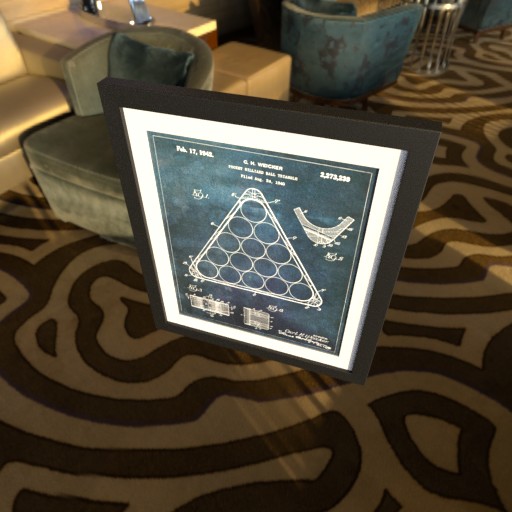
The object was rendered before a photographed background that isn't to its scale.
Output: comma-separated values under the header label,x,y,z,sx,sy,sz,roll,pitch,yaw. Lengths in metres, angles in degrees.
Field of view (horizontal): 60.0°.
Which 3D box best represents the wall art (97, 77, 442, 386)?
label,x,y,z,sx,sy,sz,roll,pitch,yaw
wall art,0.000,0.000,0.710,0.432,0.508,0.025,13,44,13
